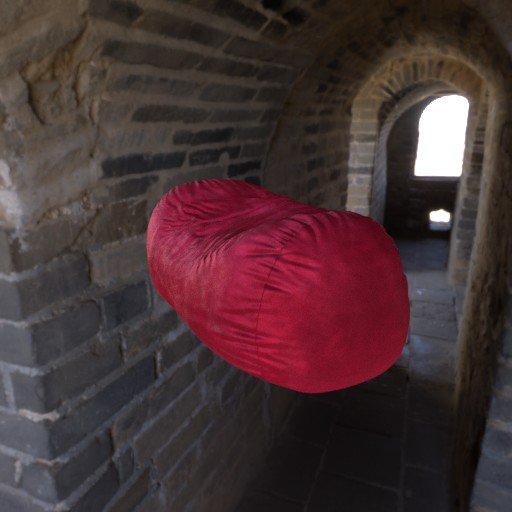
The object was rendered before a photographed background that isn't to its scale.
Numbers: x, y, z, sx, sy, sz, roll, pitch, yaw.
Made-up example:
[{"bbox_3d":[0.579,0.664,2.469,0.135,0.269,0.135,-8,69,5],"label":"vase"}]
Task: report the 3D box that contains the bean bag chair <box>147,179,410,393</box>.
[{"bbox_3d":[0.000,0.000,2.941,1.216,0.867,2.293,-8,18,-25],"label":"bean bag chair"}]
